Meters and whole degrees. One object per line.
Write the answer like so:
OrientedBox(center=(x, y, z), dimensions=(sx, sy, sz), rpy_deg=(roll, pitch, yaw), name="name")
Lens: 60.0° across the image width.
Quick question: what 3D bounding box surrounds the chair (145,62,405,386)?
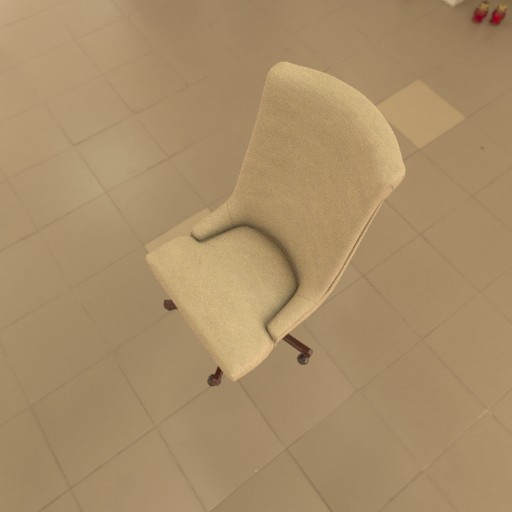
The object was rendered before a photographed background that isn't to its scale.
OrientedBox(center=(0.000, 0.000, 1.459), dimensions=(0.696, 1.010, 0.645), rpy_deg=(-34, 69, -15), name="chair")
